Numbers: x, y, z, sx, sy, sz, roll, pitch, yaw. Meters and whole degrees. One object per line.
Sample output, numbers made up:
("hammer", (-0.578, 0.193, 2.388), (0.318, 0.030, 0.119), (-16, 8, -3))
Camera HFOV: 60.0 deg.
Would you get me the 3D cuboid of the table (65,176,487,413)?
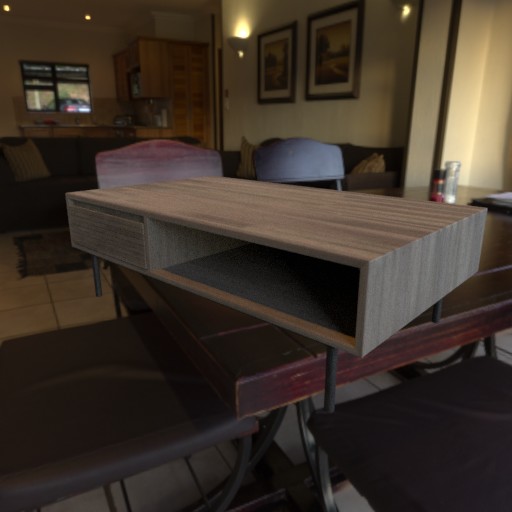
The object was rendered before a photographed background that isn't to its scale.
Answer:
("table", (0.000, 0.000, 1.356), (1.088, 0.347, 0.643), (15, 22, 40))
